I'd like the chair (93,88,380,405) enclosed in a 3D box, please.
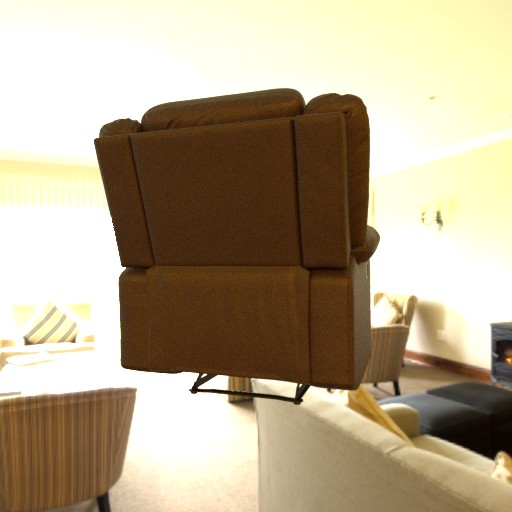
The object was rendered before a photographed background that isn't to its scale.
[{"bbox_3d":[0.000,0.000,1.702,0.899,1.009,0.934,0,-1,18],"label":"chair"}]
